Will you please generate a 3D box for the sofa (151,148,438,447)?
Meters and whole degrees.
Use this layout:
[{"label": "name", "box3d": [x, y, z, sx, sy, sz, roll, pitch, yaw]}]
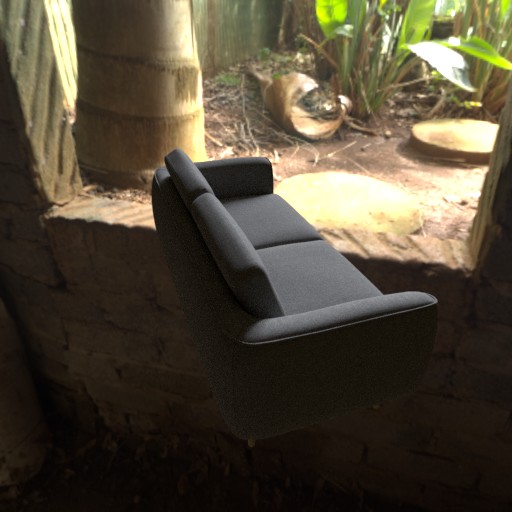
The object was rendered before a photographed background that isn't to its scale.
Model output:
[{"label": "sofa", "box3d": [0.000, 0.000, 2.462, 0.920, 0.870, 2.000, -10, 32, -17]}]
